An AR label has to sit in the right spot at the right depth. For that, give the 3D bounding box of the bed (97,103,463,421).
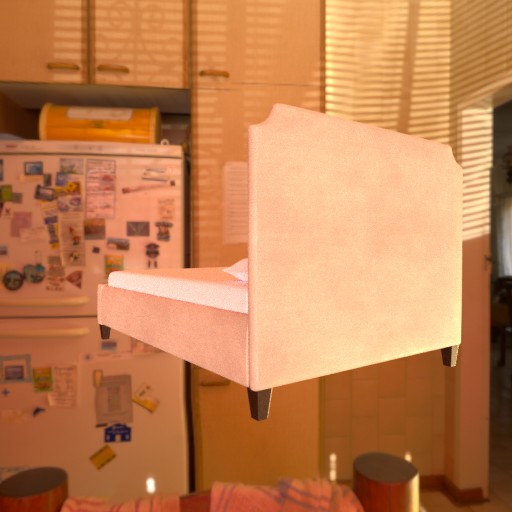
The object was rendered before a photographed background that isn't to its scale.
[{"bbox_3d":[0.000,0.000,3.365,1.712,1.443,2.372,-1,1,-36],"label":"bed"}]
